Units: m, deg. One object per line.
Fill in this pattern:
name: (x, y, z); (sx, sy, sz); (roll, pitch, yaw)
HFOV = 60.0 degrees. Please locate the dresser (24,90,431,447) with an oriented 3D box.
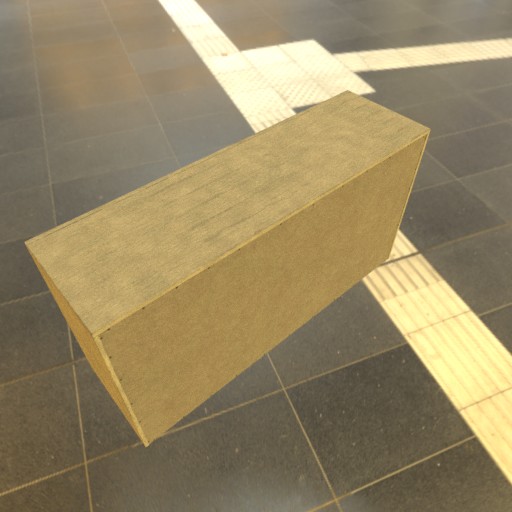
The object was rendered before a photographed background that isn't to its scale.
dresser: (0.000, 0.000, 2.038); (1.628, 0.889, 0.483); (-32, 55, -27)
